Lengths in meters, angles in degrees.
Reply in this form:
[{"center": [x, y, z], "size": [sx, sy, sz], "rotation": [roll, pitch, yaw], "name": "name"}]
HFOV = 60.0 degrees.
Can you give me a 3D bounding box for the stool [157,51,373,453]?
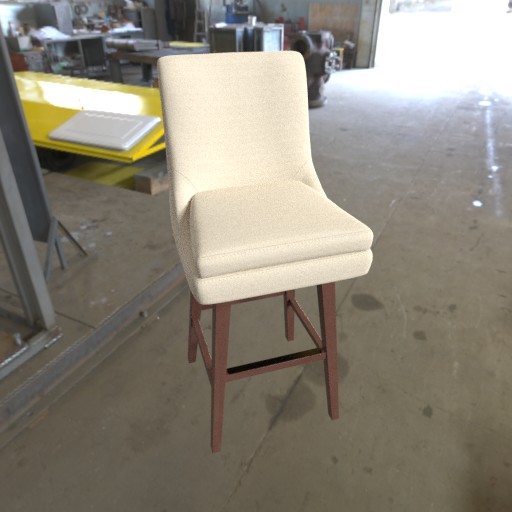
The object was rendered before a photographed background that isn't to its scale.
[{"center": [0.000, 0.000, 1.366], "size": [0.483, 1.093, 0.559], "rotation": [-9, 32, -15], "name": "stool"}]
